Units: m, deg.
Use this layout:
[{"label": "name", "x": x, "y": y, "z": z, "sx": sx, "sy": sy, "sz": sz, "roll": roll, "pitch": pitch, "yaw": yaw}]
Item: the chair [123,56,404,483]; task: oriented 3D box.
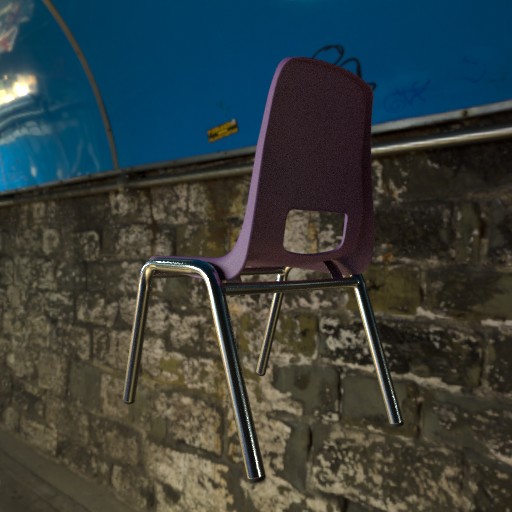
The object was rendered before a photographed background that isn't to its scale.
[{"label": "chair", "x": 0.000, "y": 0.000, "z": 0.821, "sx": 0.356, "sy": 0.584, "sz": 0.419, "roll": 0, "pitch": 0, "yaw": -37}]
